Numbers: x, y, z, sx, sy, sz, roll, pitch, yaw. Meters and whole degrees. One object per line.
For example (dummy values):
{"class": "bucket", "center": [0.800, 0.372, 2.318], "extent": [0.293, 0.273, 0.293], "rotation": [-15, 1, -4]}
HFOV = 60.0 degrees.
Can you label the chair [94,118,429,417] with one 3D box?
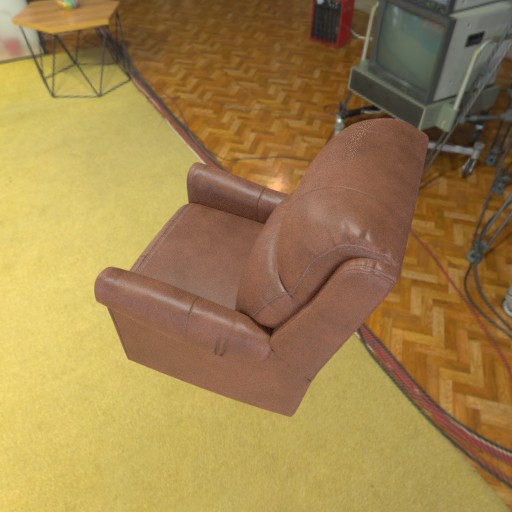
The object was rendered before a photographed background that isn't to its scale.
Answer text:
{"class": "chair", "center": [0.000, 0.000, 1.739], "extent": [1.014, 1.054, 0.838], "rotation": [16, 48, 15]}
